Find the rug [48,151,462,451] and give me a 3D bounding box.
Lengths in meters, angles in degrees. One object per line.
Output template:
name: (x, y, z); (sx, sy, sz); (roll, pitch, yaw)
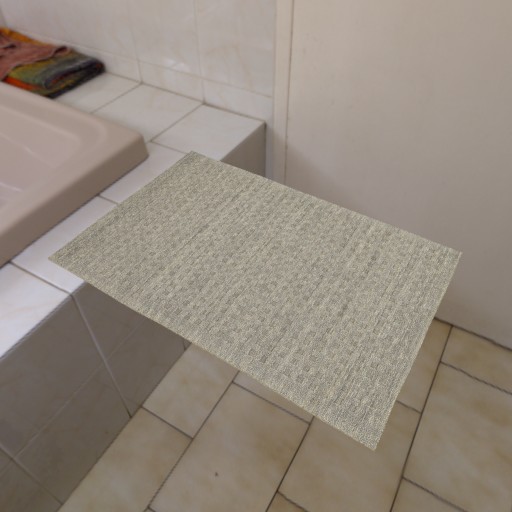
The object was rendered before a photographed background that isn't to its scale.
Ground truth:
rug: (0.000, 0.000, 2.939); (2.297, 0.018, 1.532); (25, 51, 22)
